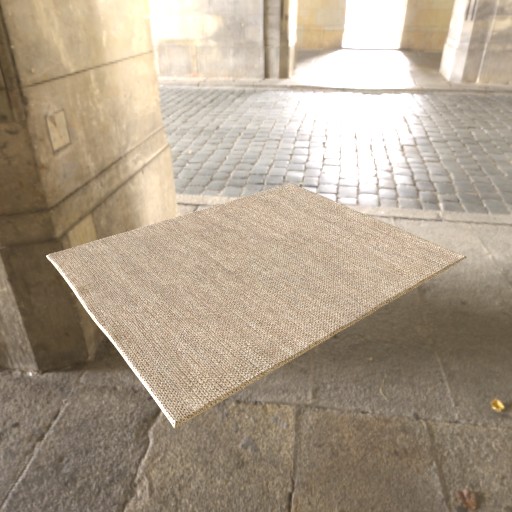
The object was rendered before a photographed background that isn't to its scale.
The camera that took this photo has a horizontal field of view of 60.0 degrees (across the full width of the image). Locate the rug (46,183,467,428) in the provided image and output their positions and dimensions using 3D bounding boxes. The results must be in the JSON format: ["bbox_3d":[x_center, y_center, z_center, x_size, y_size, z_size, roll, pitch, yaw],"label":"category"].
[{"bbox_3d":[0.000,0.000,4.099,3.052,0.030,2.429,-21,36,-32],"label":"rug"}]
